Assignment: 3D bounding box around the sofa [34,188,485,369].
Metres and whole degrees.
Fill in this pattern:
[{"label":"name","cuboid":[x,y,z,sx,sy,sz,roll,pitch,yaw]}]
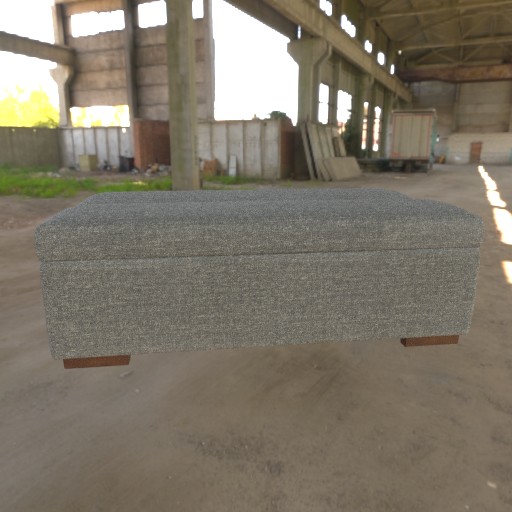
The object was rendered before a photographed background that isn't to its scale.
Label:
[{"label":"sofa","cuboid":[0.000,0.000,1.569,1.198,0.417,0.782,-2,14,-8]}]
